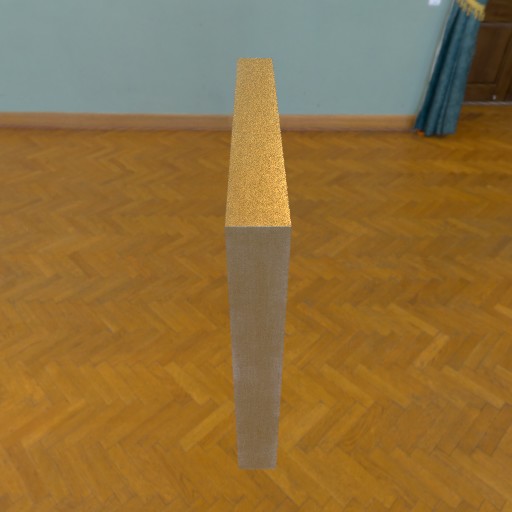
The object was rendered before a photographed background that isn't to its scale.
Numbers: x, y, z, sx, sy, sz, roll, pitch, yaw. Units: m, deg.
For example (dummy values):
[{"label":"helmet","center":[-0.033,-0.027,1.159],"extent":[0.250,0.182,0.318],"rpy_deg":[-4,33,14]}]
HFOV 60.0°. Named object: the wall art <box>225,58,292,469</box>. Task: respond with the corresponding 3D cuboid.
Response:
[{"label":"wall art","center":[0.000,0.000,0.465],"extent":[0.038,0.305,0.306],"rpy_deg":[0,41,0]}]
